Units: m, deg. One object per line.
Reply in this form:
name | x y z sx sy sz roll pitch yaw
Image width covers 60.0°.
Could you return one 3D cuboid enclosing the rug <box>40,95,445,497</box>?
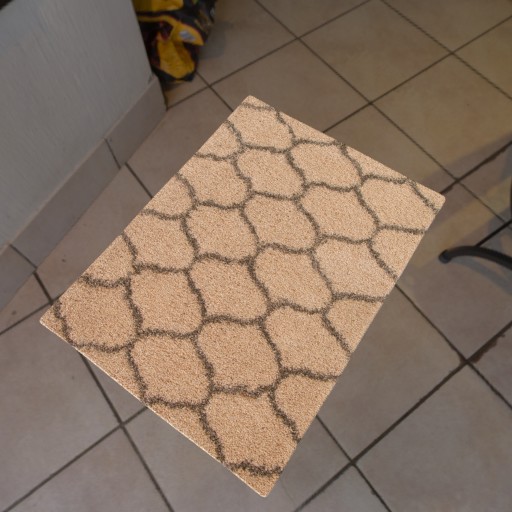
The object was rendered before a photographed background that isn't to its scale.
rug | 0.000 0.000 2.069 1.200 0.025 1.600 32 69 14
